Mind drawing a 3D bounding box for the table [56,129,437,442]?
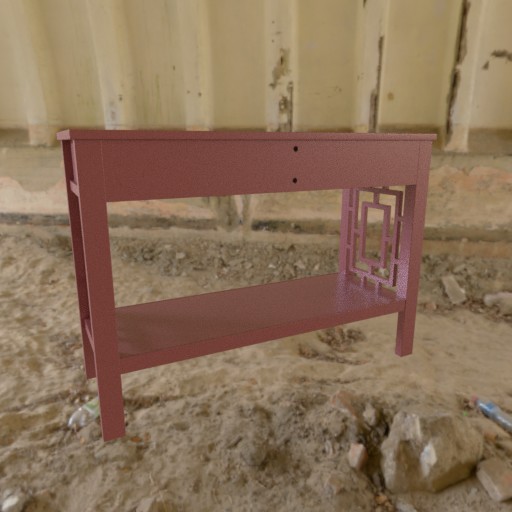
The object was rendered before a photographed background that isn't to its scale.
[{"bbox_3d":[0.000,0.000,1.412,1.068,0.753,0.397,-7,16,-26],"label":"table"}]
